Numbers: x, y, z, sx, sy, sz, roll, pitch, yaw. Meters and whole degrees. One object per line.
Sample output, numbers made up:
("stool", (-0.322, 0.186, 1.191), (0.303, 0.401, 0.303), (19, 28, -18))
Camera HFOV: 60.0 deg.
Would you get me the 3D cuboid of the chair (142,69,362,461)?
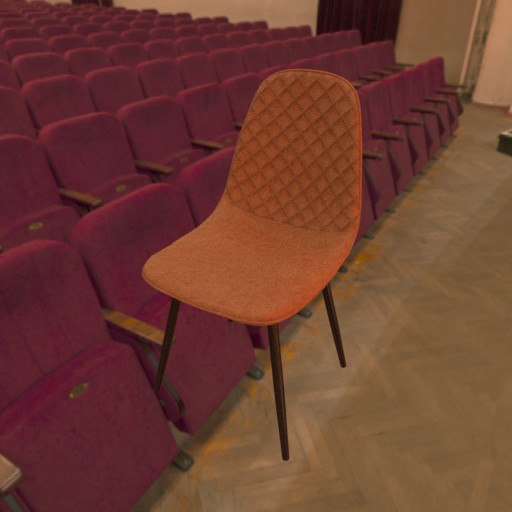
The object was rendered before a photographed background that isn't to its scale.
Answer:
("chair", (0.000, 0.000, 1.213), (0.472, 0.889, 0.561), (17, 34, 27))
